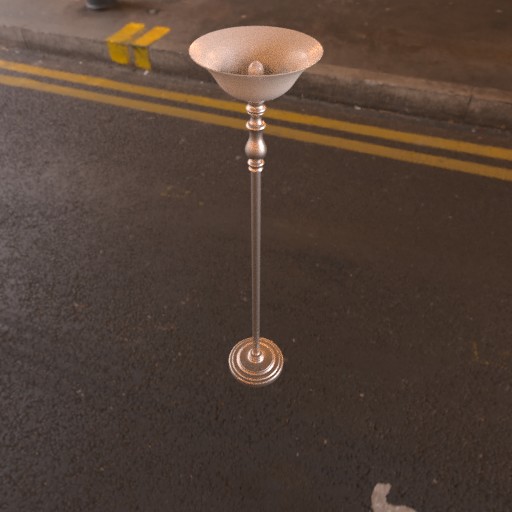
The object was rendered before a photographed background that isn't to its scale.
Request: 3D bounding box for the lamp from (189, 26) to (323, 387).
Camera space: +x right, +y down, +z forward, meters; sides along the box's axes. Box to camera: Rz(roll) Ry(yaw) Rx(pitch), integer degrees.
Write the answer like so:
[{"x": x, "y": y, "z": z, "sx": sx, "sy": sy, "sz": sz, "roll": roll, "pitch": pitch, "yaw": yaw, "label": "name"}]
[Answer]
[{"x": 0.000, "y": 0.000, "z": 1.965, "sx": 0.405, "sy": 1.771, "sz": 0.405, "roll": -23, "pitch": 49, "yaw": -21, "label": "lamp"}]
